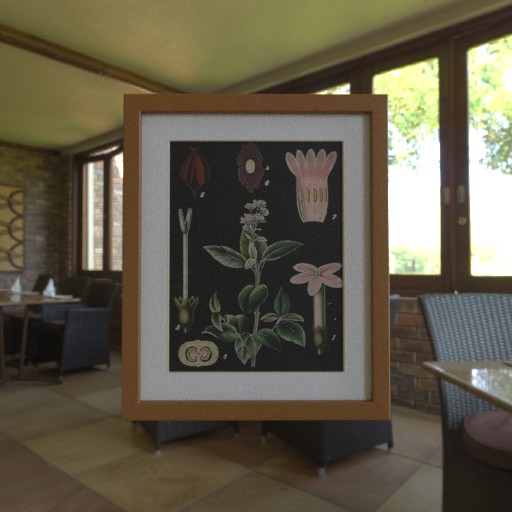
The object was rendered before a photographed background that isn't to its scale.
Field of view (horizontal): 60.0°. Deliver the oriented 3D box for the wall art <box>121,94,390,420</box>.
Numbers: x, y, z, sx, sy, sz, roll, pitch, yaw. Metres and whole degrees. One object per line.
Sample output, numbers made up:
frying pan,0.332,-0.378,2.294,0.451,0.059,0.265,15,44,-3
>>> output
wall art,0.000,0.000,0.755,0.449,0.550,0.021,0,-1,0
